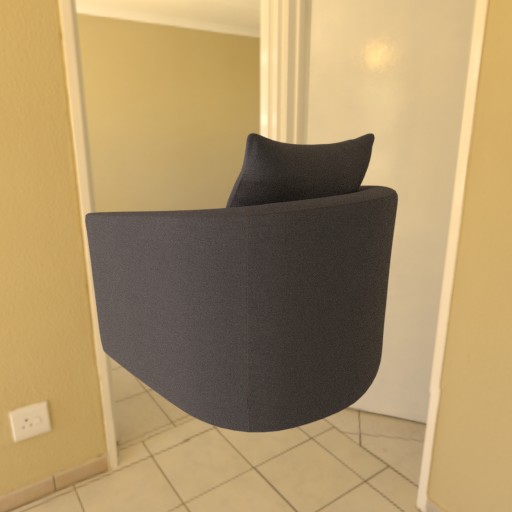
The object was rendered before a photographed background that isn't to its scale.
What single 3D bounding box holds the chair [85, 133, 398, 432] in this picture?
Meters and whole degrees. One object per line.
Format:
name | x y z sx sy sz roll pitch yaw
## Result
chair | 0.000 0.000 1.575 0.845 0.848 0.910 -15 22 -42
